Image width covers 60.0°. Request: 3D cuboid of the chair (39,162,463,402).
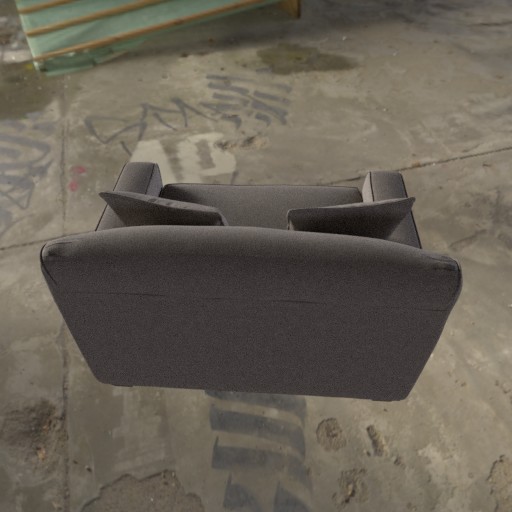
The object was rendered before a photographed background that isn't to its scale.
[{"bbox_3d":[0.000,0.000,2.008,1.395,0.953,0.992,3,47,2],"label":"chair"}]
